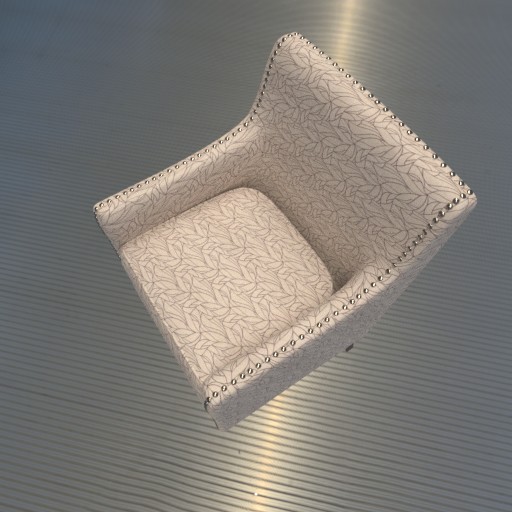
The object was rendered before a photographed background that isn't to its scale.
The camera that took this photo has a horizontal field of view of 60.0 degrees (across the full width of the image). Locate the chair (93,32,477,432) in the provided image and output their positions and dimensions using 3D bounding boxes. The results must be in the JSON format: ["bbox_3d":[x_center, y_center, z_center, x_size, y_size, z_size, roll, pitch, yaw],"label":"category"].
[{"bbox_3d":[0.000,0.000,1.233,0.651,0.816,0.623,-30,66,-15],"label":"chair"}]
